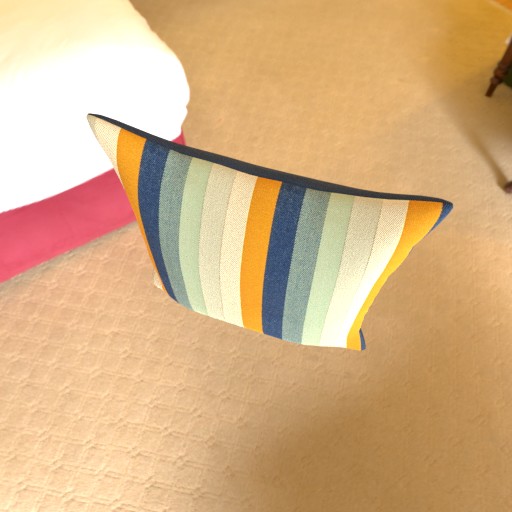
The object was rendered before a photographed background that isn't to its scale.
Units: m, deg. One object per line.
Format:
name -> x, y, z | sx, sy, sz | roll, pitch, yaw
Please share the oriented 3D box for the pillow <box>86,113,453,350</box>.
pillow -> 0.000, 0.000, 0.722 | 0.463, 0.454, 0.173 | 16, 59, 10
